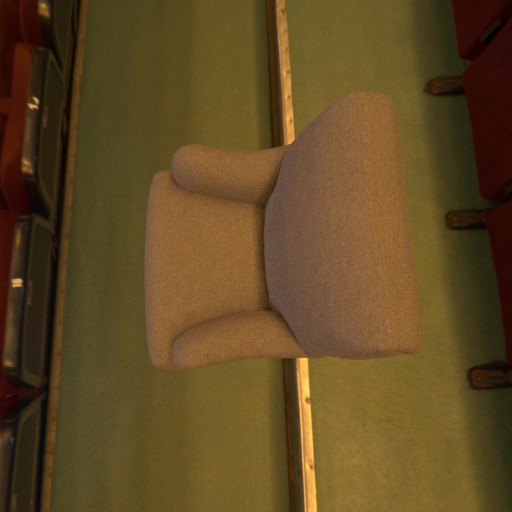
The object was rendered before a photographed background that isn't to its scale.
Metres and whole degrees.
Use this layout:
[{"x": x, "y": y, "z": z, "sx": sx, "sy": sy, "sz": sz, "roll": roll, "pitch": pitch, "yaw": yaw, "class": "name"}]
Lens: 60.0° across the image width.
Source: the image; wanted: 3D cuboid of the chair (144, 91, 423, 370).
[{"x": 0.000, "y": 0.000, "z": 1.589, "sx": 0.843, "sy": 0.942, "sz": 0.766, "roll": -2, "pitch": 77, "yaw": -1, "class": "chair"}]
